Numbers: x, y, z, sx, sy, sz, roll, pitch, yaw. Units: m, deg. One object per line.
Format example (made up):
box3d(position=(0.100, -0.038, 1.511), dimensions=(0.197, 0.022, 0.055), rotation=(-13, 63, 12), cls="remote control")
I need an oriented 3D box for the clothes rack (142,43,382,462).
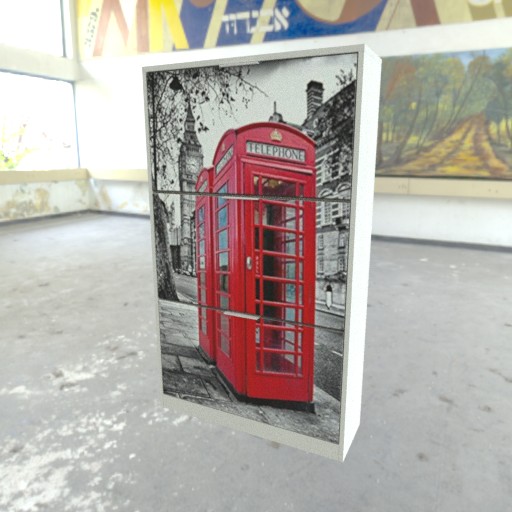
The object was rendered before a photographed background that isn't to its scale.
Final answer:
box3d(position=(0.000, 0.000, 1.578), dimensions=(0.750, 1.280, 0.250), rotation=(6, 15, 25), cls="clothes rack")
